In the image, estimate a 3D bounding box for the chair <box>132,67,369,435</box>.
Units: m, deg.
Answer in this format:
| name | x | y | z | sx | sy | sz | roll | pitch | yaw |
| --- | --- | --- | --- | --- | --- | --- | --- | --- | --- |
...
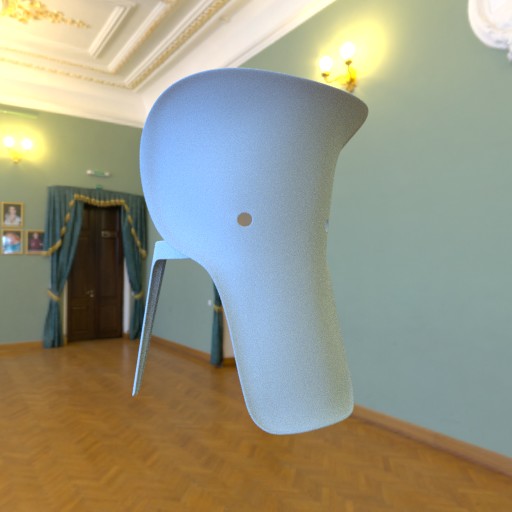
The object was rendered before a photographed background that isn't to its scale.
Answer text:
| name | x | y | z | sx | sy | sz | roll | pitch | yaw |
| --- | --- | --- | --- | --- | --- | --- | --- | --- | --- |
| chair | 0.000 | 0.000 | 0.867 | 0.451 | 0.554 | 0.402 | 1 | -1 | -36 |
